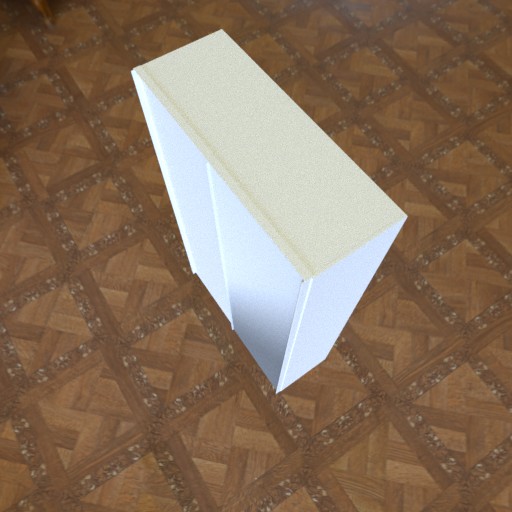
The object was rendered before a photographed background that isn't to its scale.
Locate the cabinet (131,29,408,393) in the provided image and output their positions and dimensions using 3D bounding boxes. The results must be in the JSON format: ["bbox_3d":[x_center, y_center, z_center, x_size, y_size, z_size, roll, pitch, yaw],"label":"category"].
[{"bbox_3d":[0.000,0.000,2.741,0.480,2.160,1.250,-32,68,-15],"label":"cabinet"}]
